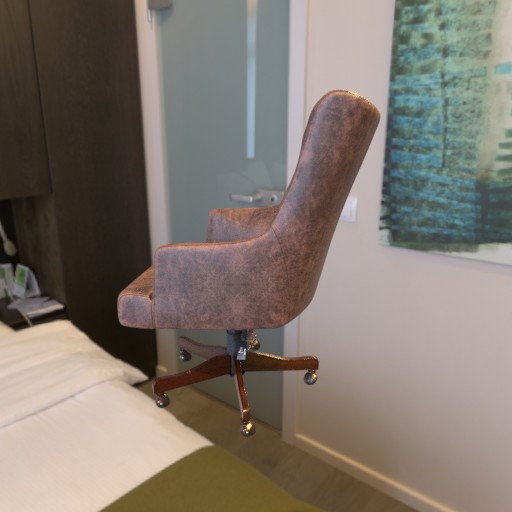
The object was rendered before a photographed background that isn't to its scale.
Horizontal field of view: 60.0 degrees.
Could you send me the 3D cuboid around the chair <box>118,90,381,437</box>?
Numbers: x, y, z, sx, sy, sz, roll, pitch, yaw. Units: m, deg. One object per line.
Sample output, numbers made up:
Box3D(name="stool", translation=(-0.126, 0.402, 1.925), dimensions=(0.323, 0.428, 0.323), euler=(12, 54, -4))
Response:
Box3D(name="chair", translation=(0.000, 0.000, 1.538), dimensions=(0.762, 1.035, 0.641), euler=(2, 16, 8))
